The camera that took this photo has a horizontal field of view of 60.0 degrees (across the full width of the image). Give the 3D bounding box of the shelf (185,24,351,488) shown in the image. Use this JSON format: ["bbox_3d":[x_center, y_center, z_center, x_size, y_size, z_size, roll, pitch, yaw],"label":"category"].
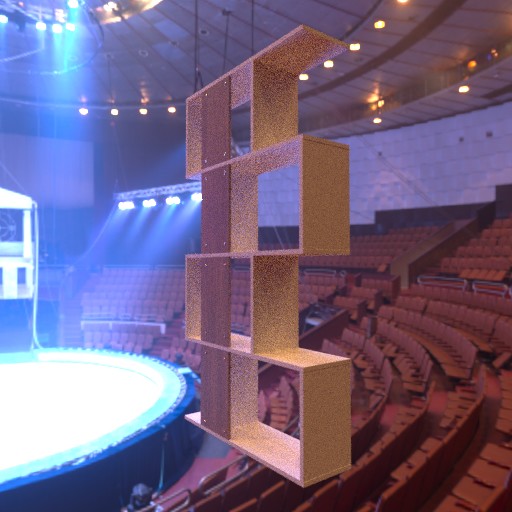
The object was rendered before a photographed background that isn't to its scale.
[{"bbox_3d":[0.000,0.000,2.007,0.250,1.650,0.890,1,-2,-37],"label":"shelf"}]
